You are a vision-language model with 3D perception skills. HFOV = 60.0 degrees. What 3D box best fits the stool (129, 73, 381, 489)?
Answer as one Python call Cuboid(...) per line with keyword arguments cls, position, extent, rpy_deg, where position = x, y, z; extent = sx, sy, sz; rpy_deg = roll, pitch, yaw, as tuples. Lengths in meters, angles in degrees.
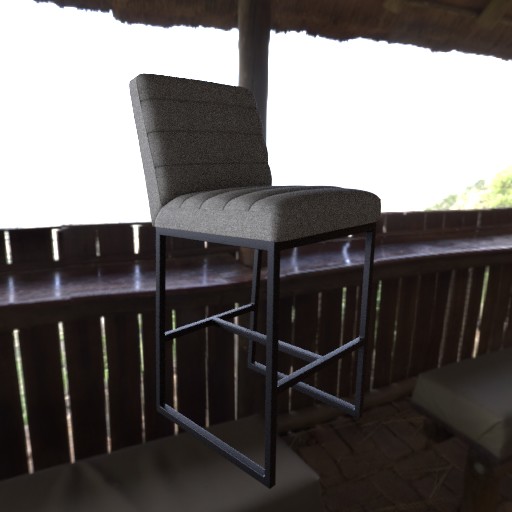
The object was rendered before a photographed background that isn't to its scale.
Cuboid(cls="stool", position=(0.000, 0.000, 1.313), extent=(0.571, 1.034, 0.459), rpy_deg=(12, 18, 43))
